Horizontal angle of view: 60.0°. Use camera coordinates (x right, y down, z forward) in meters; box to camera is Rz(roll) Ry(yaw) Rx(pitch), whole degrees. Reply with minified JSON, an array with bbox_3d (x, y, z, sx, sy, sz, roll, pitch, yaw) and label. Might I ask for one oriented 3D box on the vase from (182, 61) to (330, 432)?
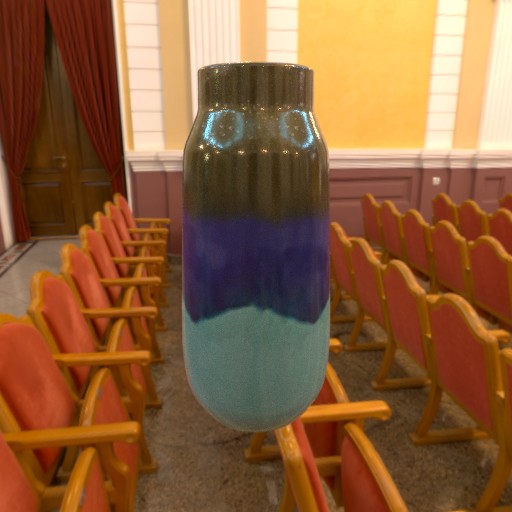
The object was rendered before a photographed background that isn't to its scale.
[{"bbox_3d":[0.000,0.000,0.399,0.139,0.313,0.139,0,17,0],"label":"vase"}]
